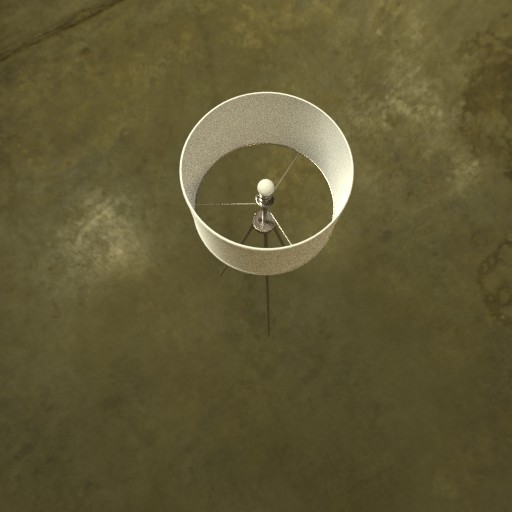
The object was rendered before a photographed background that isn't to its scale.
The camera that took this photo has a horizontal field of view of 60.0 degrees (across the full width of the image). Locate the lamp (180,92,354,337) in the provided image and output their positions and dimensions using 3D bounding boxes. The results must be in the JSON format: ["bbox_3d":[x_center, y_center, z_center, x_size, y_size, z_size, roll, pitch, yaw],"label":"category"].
[{"bbox_3d":[0.000,0.000,1.780,0.458,1.545,0.448,14,75,4],"label":"lamp"}]
